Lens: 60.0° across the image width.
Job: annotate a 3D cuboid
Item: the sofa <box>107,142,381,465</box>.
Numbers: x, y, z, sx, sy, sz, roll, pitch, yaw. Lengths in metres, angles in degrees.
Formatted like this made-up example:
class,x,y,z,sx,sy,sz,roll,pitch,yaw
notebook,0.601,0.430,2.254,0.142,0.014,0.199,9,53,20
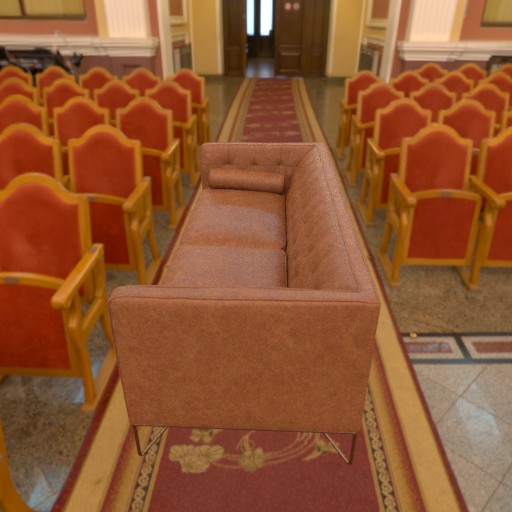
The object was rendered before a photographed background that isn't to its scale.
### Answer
class,x,y,z,sx,sy,sz,roll,pitch,yaw
sofa,0.000,0.000,2.509,0.912,0.798,2.079,1,28,2
